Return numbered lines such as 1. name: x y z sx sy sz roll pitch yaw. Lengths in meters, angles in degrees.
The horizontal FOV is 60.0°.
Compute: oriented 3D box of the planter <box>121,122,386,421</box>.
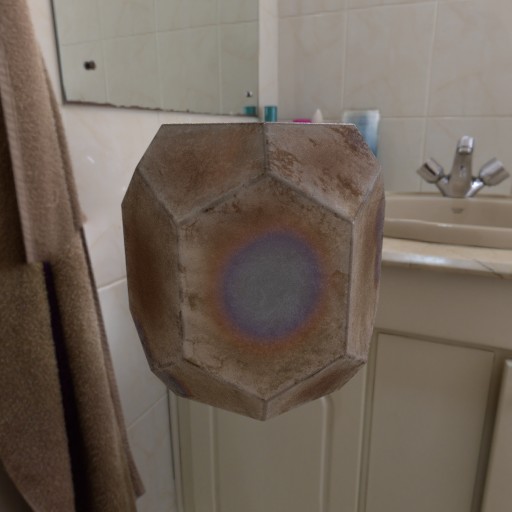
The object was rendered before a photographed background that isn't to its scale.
1. planter: 0.000 0.000 0.420 0.221 0.238 0.243 7 17 25
